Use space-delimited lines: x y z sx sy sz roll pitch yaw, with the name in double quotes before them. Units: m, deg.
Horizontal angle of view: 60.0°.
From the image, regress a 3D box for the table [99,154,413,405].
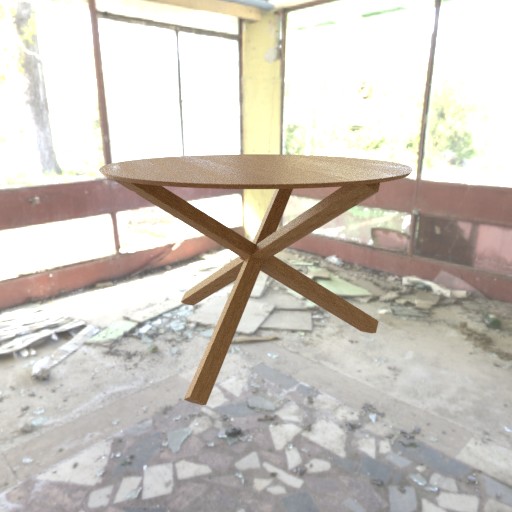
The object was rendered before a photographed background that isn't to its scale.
"table" 0.000 0.000 1.640 1.038 0.666 1.038 0 17 0
